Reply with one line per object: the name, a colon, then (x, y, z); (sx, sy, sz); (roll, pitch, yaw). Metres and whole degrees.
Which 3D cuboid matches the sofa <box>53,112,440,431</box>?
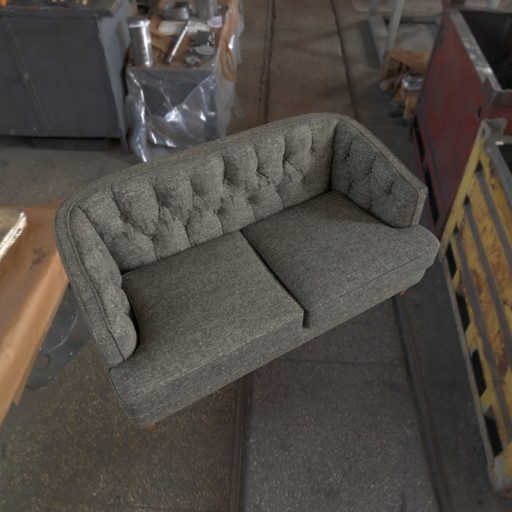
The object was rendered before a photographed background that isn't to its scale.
sofa: (0.000, 0.000, 2.275); (1.733, 0.855, 0.941); (-23, 51, -20)
